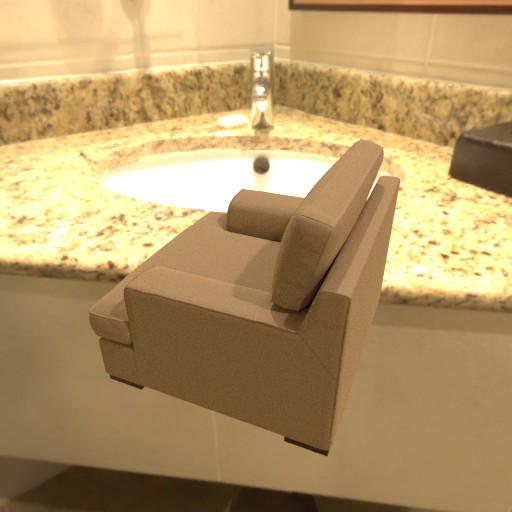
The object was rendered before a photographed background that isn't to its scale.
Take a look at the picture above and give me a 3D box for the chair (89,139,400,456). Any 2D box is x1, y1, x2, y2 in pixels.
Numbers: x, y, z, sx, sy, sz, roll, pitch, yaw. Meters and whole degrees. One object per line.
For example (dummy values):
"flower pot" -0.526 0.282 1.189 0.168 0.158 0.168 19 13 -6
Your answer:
"chair" 0.000 0.000 2.166 1.274 1.005 1.293 8 31 13
